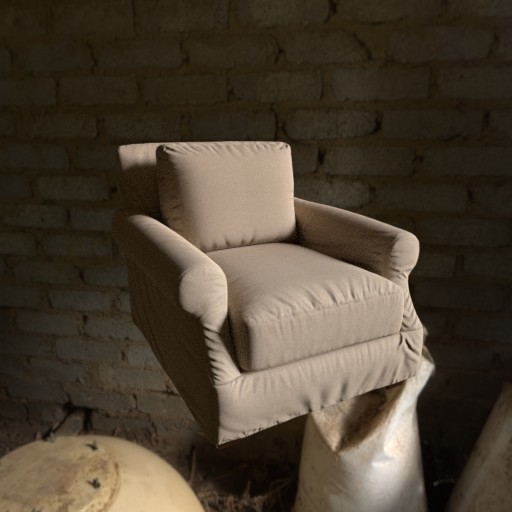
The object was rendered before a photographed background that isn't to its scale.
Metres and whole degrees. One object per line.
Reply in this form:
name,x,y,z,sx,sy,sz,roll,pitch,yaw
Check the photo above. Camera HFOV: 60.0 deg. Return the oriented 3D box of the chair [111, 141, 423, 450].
chair,0.000,0.000,1.756,0.940,0.866,1.066,-9,18,-27
